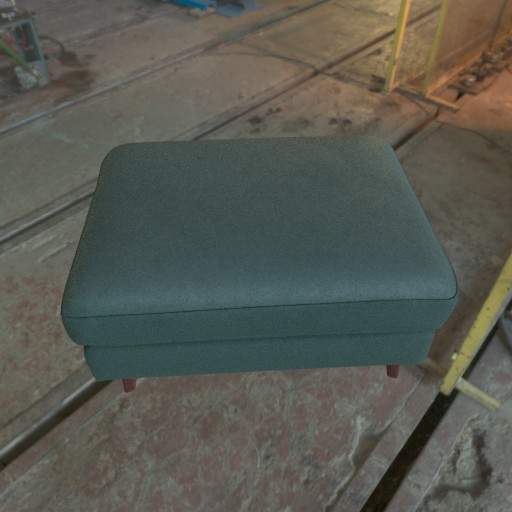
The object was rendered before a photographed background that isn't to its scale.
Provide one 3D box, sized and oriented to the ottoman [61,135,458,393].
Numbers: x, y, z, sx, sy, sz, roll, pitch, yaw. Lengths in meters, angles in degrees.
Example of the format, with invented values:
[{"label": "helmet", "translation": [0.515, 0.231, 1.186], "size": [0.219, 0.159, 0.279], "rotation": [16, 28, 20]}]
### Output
[{"label": "ottoman", "translation": [0.000, 0.000, 1.159], "size": [0.811, 0.449, 0.608], "rotation": [-2, 46, -2]}]
